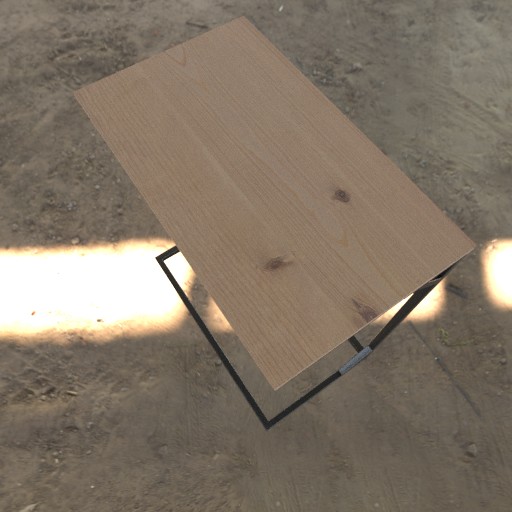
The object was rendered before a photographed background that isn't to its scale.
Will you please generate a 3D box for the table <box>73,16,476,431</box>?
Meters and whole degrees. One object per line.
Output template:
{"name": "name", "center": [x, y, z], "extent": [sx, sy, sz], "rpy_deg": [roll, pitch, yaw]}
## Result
{"name": "table", "center": [0.000, 0.000, 0.995], "extent": [0.351, 0.673, 0.597], "rpy_deg": [-32, 68, -14]}
